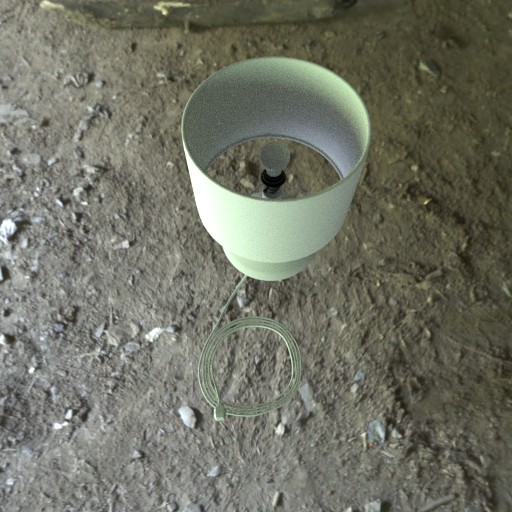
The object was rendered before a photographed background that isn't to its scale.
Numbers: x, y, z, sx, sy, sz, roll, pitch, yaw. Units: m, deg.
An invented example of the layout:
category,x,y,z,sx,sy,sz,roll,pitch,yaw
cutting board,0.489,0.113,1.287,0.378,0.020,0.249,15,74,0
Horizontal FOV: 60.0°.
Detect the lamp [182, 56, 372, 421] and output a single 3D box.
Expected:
category,x,y,z,sx,sy,sz,roll,pitch,yaw
lamp,0.000,0.000,0.857,0.401,0.457,0.546,33,68,15
